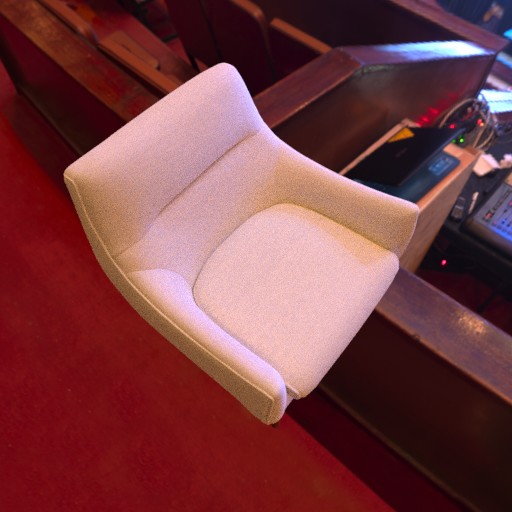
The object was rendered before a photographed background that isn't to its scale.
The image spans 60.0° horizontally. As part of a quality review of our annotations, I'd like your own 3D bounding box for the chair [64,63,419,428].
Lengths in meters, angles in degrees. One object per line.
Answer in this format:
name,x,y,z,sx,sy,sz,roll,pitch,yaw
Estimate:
chair,0.000,0.000,1.437,0.787,0.838,0.762,34,63,20
